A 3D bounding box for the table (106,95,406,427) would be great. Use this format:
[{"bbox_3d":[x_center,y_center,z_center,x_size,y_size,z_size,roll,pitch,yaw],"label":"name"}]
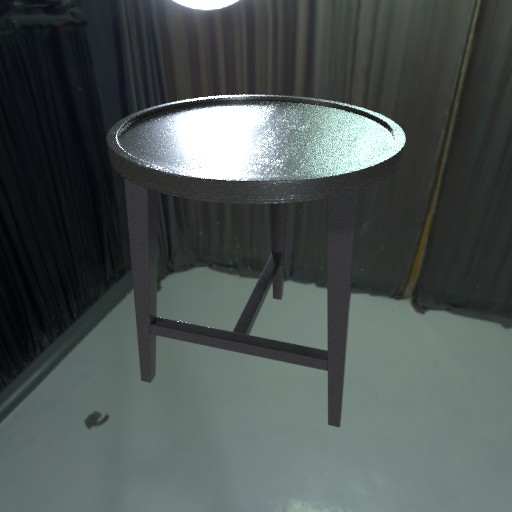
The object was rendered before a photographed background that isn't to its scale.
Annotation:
[{"bbox_3d":[0.000,0.000,0.909,0.500,0.531,0.500,0,32,0],"label":"table"}]
